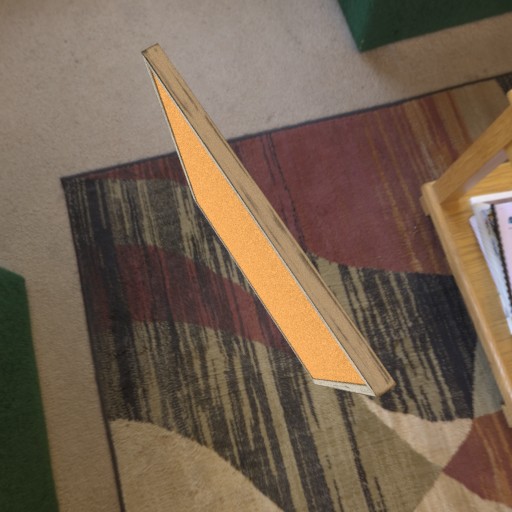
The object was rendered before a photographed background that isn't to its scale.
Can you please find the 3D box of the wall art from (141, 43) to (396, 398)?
[{"bbox_3d":[0.000,0.000,1.147,0.037,0.761,0.761,-32,78,-8],"label":"wall art"}]
